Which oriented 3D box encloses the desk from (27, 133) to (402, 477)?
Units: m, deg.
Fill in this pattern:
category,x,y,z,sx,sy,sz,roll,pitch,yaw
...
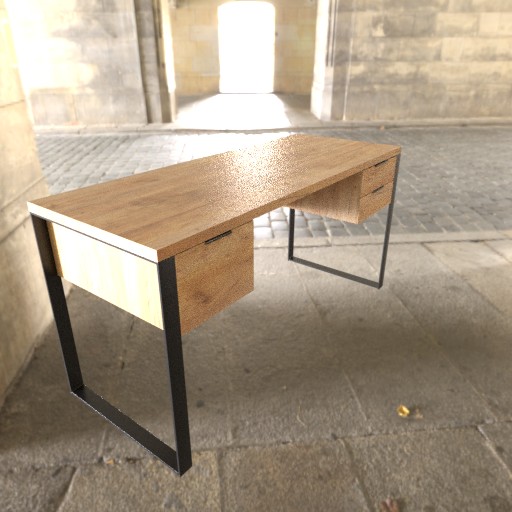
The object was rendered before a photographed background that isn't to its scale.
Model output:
category,x,y,z,sx,sy,sz,roll,pitch,yaw
desk,0.000,0.000,1.898,0.600,0.760,1.520,18,31,34
